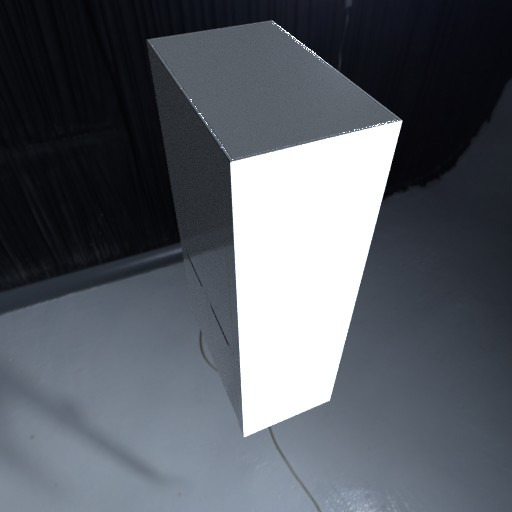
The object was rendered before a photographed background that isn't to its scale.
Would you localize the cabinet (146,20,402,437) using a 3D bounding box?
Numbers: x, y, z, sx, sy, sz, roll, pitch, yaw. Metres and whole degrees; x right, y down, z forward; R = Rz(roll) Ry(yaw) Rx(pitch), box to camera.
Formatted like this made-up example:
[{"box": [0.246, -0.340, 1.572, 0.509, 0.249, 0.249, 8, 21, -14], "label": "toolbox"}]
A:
[{"box": [0.000, 0.000, 2.317, 0.580, 1.920, 0.980, -17, 48, -16], "label": "cabinet"}]
